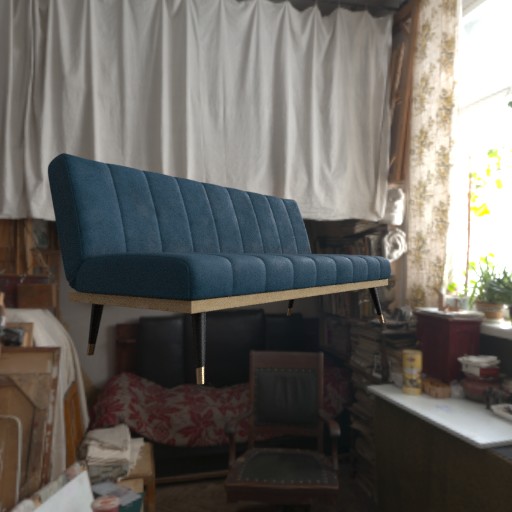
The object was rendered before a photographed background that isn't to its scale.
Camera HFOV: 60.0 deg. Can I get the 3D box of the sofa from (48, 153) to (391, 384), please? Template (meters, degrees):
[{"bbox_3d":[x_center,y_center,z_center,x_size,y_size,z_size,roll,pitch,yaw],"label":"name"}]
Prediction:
[{"bbox_3d":[0.000,0.000,2.310,0.830,0.825,1.810,0,0,36],"label":"sofa"}]
